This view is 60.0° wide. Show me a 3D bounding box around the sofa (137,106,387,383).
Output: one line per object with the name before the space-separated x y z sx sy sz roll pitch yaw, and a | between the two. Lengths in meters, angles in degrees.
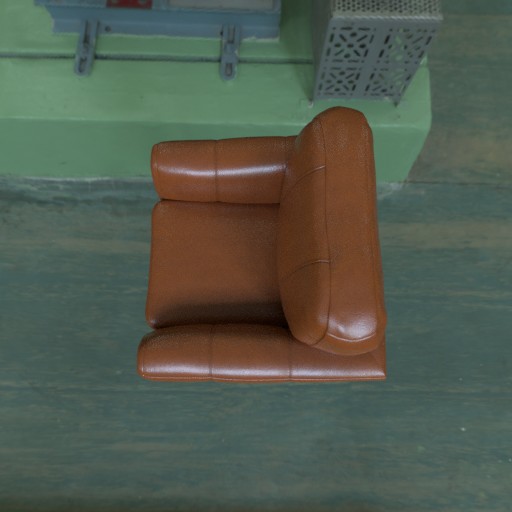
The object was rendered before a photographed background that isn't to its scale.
sofa | 0.000 0.000 1.519 0.789 0.876 0.836 0 75 0
